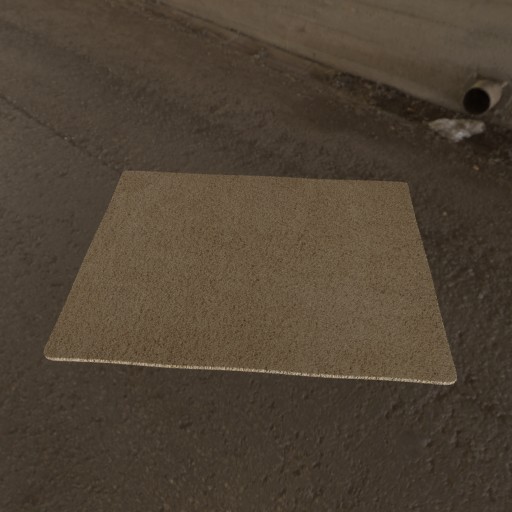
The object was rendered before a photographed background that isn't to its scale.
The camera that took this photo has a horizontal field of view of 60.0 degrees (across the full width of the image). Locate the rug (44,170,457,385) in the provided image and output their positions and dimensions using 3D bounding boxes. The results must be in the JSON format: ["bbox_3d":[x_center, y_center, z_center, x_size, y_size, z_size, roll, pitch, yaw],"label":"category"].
[{"bbox_3d":[0.000,0.000,2.099,1.600,0.025,1.199,3,48,3],"label":"rug"}]
